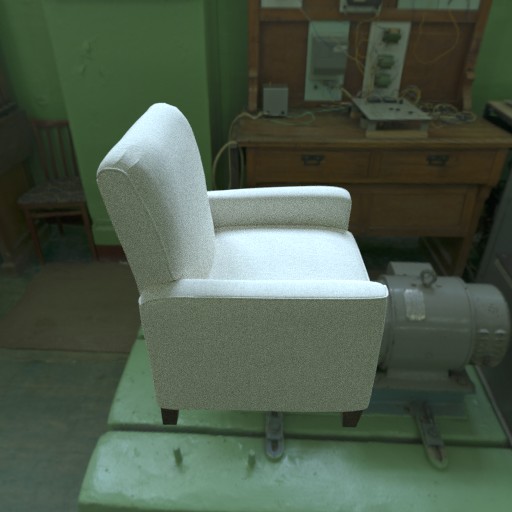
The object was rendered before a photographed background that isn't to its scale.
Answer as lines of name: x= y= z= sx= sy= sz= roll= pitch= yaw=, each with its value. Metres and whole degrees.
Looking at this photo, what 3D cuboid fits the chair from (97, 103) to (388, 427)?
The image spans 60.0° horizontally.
chair: x=0.000 y=0.000 z=1.690 sx=0.858 sy=1.028 sz=0.841 roll=0 pitch=32 yaw=1
